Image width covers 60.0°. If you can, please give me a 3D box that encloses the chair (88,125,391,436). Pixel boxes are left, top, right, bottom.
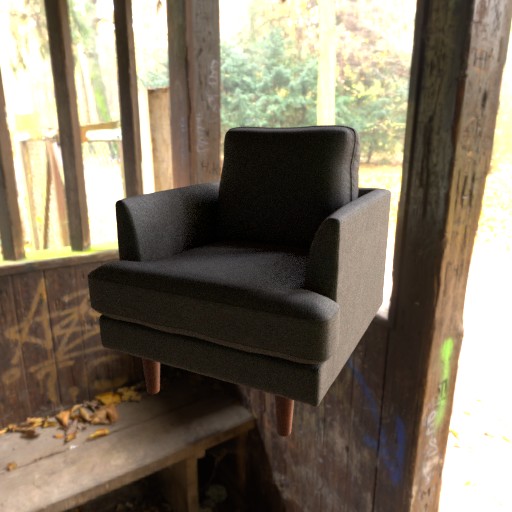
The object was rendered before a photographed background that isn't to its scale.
[{"bbox_3d":[0.000,0.000,1.677,0.858,0.957,0.899,8,17,26],"label":"chair"}]
